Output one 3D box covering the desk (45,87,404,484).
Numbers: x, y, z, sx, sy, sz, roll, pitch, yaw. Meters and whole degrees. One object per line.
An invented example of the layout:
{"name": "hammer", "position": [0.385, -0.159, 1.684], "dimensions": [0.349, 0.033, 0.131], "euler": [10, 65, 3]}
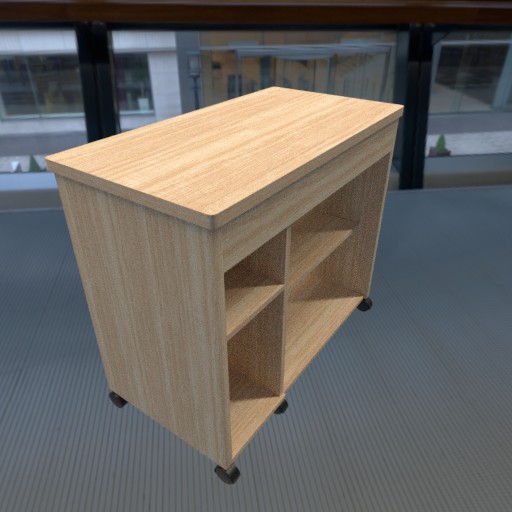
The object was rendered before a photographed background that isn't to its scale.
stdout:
{"name": "desk", "position": [0.000, 0.000, 1.330], "dimensions": [0.480, 0.770, 0.884], "euler": [21, 38, 29]}
